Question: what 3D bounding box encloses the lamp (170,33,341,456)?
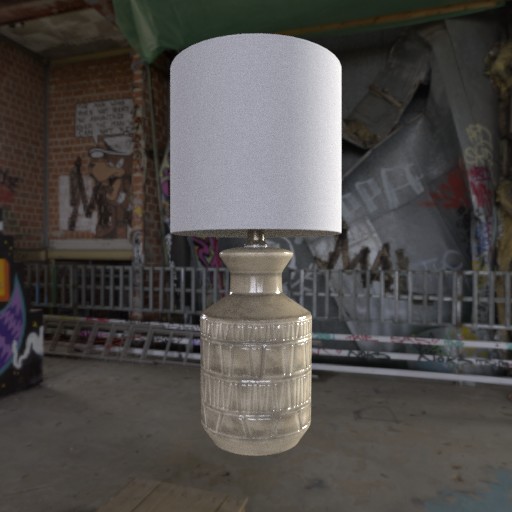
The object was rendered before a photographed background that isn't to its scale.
[{"bbox_3d":[0.000,0.000,0.557,0.211,0.455,0.211,0,0,38],"label":"lamp"}]
